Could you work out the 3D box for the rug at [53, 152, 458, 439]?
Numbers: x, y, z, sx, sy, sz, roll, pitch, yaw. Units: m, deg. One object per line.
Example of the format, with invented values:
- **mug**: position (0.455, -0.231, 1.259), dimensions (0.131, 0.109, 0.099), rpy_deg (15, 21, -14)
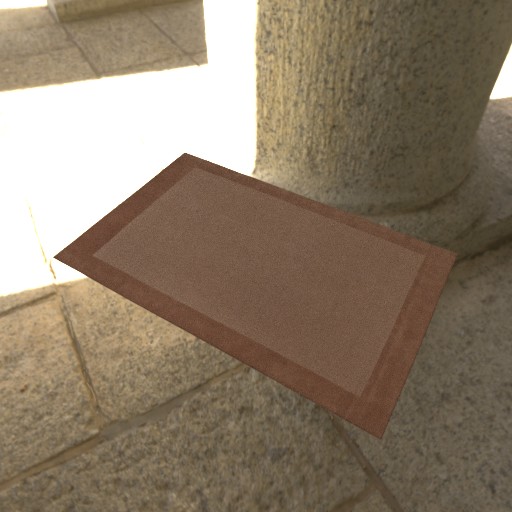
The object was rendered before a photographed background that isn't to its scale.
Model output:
- **rug**: position (0.000, 0.000, 3.142), dimensions (2.438, 0.014, 1.524), rpy_deg (24, 52, 21)
